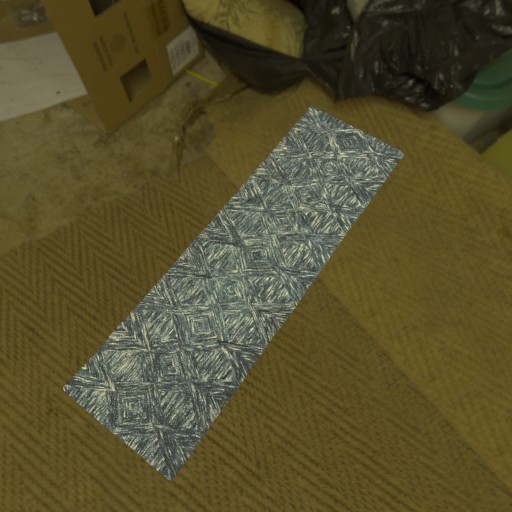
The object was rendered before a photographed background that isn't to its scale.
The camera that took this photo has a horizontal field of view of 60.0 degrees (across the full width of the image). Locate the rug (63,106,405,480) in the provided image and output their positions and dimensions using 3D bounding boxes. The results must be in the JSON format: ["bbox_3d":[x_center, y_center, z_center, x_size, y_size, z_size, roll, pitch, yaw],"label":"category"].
[{"bbox_3d":[0.000,0.000,2.508,0.719,0.013,2.306,32,68,15],"label":"rug"}]
